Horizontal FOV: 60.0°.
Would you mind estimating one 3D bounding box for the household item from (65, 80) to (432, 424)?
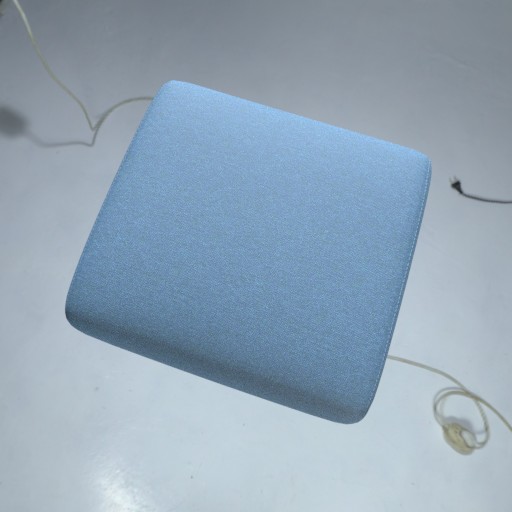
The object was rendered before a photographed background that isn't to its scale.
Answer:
[{"bbox_3d":[0.000,0.000,0.900,0.530,0.420,0.530,18,76,5],"label":"household item"}]
